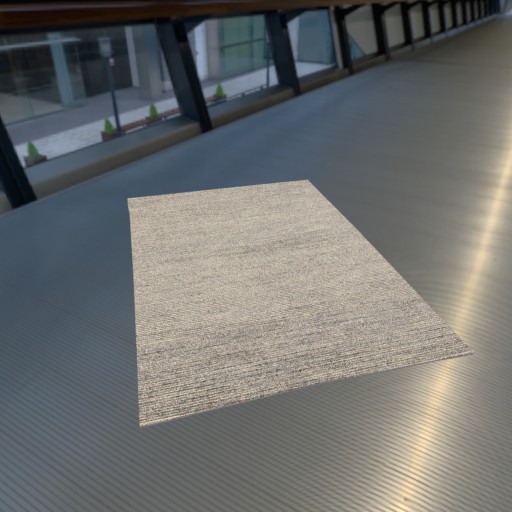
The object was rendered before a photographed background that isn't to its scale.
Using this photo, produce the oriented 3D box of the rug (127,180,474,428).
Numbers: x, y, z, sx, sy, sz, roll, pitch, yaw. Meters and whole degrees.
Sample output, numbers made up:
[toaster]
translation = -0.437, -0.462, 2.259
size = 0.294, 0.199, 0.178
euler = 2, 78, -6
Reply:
[rug]
translation = 0.000, 0.000, 2.924
size = 1.604, 0.030, 2.307
euler = -8, 33, -13
